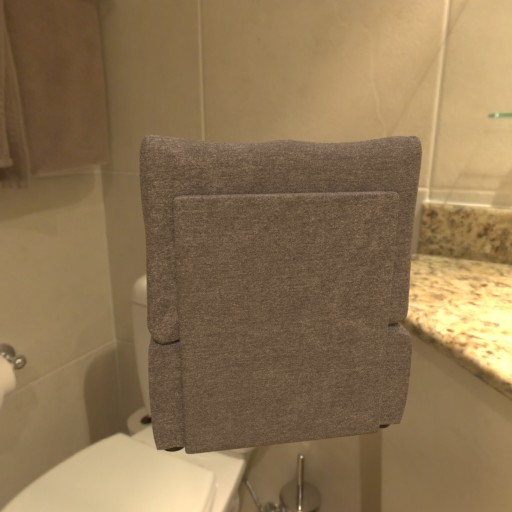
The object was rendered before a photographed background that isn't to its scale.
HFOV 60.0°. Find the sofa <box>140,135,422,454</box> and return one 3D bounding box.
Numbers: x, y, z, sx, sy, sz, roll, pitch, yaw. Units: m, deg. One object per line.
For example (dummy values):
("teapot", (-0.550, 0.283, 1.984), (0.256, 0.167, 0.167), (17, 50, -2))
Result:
("sofa", (0.000, 0.000, 1.555), (0.700, 0.820, 1.000), (-3, 15, -9))
